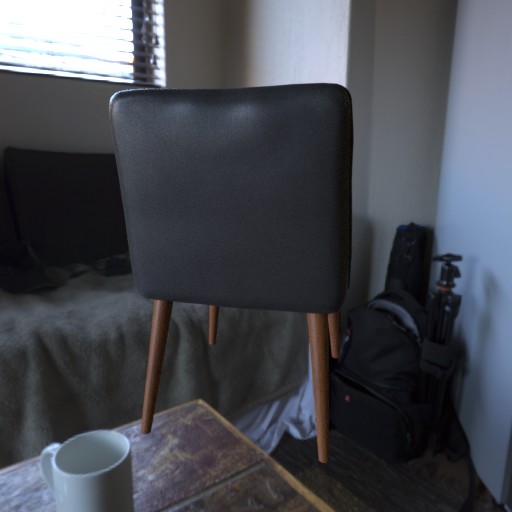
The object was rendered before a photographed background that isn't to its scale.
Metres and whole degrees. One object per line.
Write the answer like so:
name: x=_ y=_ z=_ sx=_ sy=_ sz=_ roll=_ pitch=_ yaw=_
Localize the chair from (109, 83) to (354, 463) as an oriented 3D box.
chair: x=0.000 y=0.000 z=1.202 sx=0.543 sy=0.801 sz=0.645 roll=2 pitch=14 yaw=9
